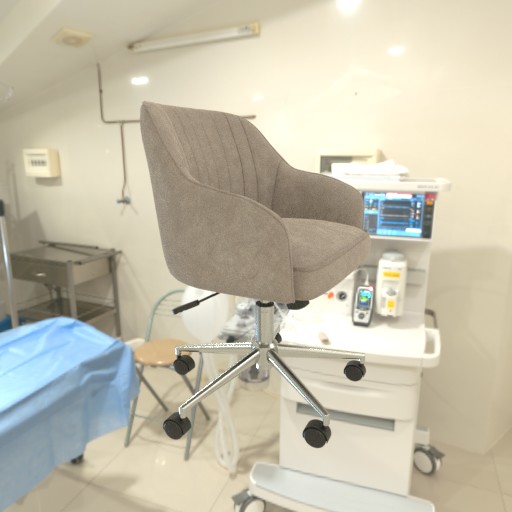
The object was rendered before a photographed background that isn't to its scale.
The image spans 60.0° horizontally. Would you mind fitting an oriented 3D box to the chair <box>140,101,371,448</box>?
[{"bbox_3d":[0.000,0.000,1.255,0.573,0.831,0.635,7,15,26],"label":"chair"}]
